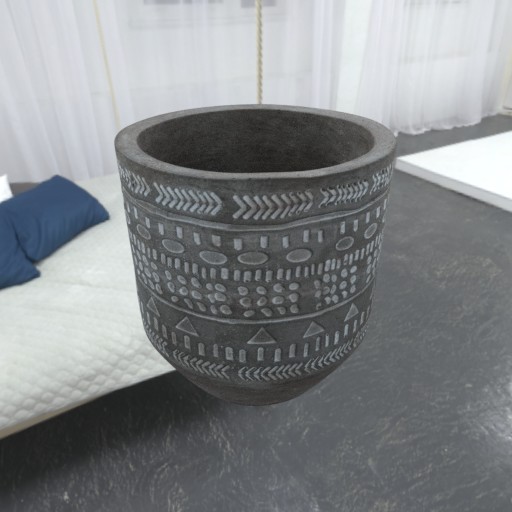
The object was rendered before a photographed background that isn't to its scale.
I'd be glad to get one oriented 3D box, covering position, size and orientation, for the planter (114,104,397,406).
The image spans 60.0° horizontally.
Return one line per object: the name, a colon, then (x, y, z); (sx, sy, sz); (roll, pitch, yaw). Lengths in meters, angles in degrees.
planter: (0.000, 0.000, 0.266); (0.142, 0.149, 0.142); (0, 30, 0)
